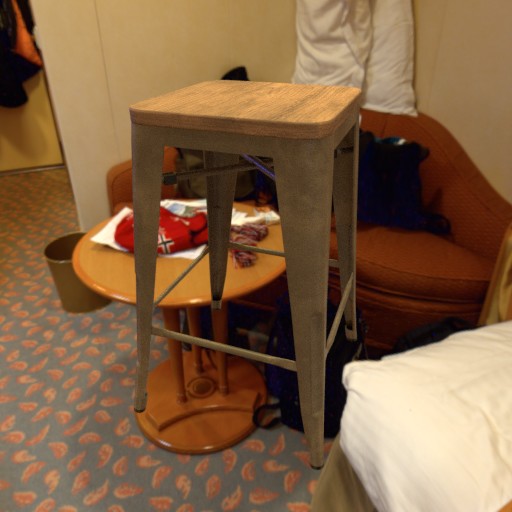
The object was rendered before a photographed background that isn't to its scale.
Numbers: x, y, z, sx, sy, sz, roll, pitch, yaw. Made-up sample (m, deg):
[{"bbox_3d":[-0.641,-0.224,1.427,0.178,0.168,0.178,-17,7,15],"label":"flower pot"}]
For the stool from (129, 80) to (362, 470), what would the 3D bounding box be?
[{"bbox_3d":[0.000,0.000,0.885,0.407,0.607,0.407,10,31,18],"label":"stool"}]
